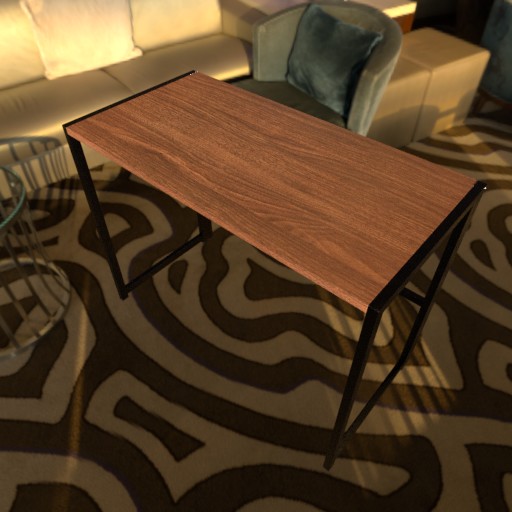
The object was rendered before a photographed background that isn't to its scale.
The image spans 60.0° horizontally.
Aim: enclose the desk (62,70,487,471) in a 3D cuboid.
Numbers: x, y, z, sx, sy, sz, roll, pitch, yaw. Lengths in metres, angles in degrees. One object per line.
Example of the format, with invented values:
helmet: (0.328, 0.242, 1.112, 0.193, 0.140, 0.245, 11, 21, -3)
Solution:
desk: (0.000, 0.000, 1.417, 1.016, 0.762, 0.508, 32, 53, 28)
